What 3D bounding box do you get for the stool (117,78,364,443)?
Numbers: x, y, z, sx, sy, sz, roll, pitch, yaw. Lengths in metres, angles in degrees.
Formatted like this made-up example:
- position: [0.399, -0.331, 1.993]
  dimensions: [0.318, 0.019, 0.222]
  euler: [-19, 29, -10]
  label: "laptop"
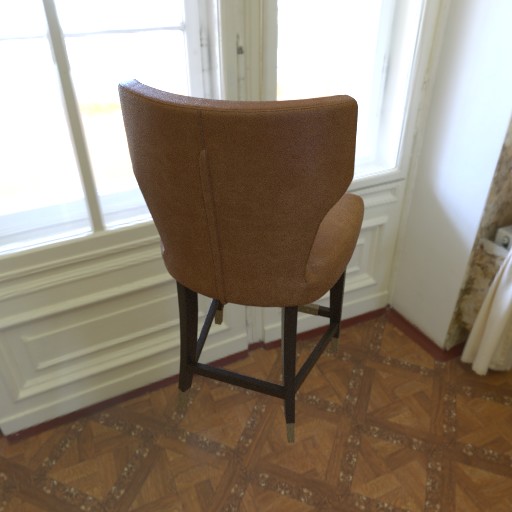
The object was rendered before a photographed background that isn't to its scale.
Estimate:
- position: [0.000, 0.000, 1.255]
  dimensions: [0.526, 0.982, 0.563]
  euler: [11, 35, 16]
  label: "stool"
